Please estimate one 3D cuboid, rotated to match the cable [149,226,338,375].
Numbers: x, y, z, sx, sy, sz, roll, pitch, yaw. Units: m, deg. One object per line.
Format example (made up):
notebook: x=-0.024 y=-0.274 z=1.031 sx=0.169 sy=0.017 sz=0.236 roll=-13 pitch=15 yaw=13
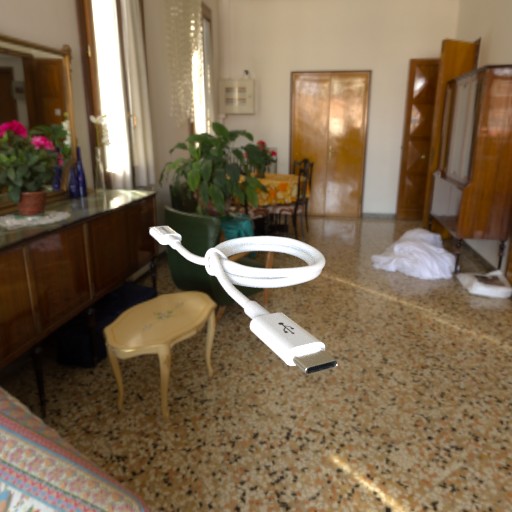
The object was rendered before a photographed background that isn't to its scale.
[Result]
cable: x=0.000 y=0.000 z=0.227 sx=0.070 sy=0.014 sz=0.203 roll=-8 pitch=18 yaw=-25
